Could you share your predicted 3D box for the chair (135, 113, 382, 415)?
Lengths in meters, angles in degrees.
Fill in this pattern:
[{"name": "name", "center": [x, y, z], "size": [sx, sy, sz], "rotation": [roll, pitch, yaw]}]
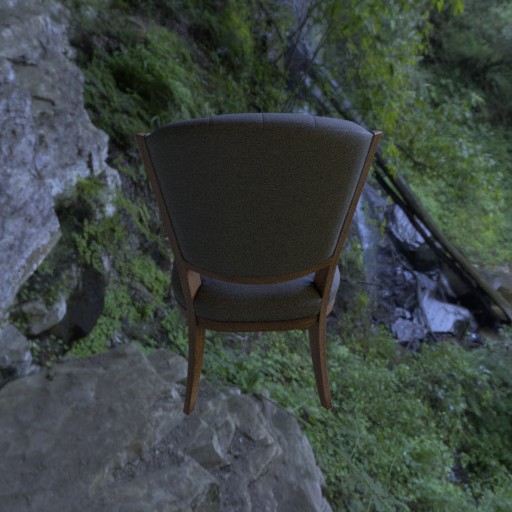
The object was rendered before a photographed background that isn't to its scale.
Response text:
[{"name": "chair", "center": [0.000, 0.000, 1.268], "size": [0.513, 0.905, 0.584], "rotation": [-1, 30, -2]}]
